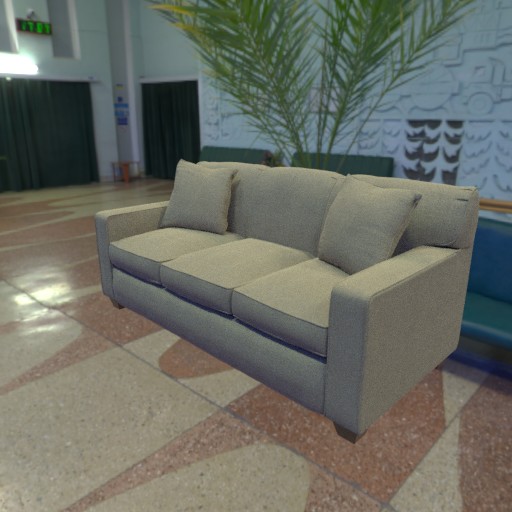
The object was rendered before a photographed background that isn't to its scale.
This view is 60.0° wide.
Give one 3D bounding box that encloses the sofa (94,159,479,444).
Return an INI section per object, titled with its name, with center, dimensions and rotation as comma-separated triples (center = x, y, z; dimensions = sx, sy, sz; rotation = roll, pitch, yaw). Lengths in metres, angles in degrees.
[sofa]
center = 0.000, 0.000, 2.519
dimensions = 2.024, 0.958, 0.997
rotation = 16, 24, 42
